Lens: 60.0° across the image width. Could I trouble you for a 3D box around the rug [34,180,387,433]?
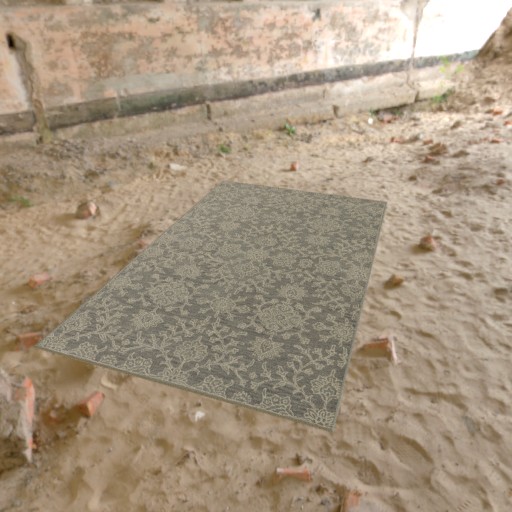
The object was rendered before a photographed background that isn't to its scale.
[{"bbox_3d":[0.000,0.000,2.996,1.515,0.010,2.430,10,32,17],"label":"rug"}]
